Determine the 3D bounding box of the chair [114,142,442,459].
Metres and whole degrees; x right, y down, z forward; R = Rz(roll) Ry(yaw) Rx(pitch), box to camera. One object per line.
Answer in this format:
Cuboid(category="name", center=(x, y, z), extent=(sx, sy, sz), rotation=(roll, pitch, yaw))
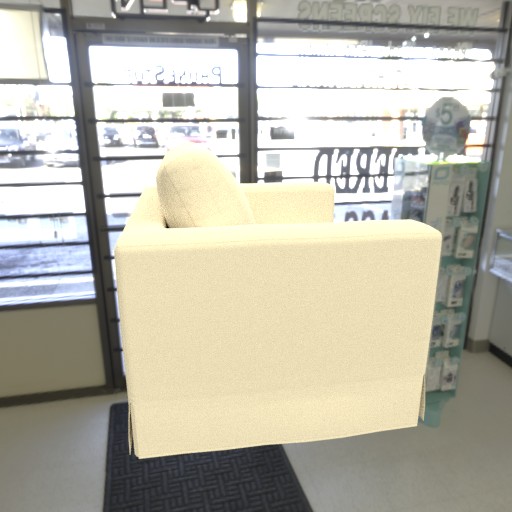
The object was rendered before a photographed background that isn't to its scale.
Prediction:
Cuboid(category="chair", center=(0.000, 0.000, 1.790), extent=(0.957, 0.878, 1.150), rotation=(-3, 17, -9))
